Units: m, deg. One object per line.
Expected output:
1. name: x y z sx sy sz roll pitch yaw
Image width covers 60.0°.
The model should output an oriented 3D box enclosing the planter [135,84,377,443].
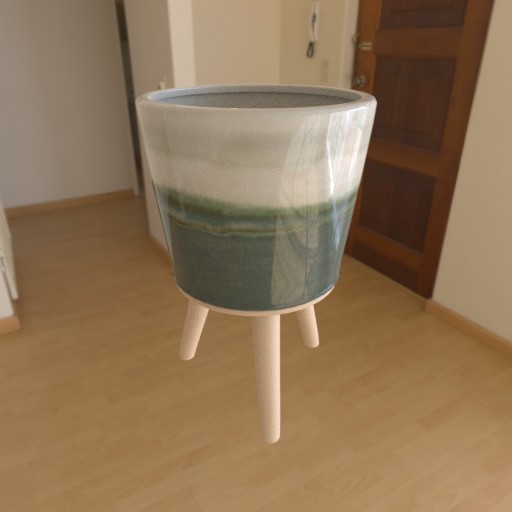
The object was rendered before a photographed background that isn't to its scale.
1. planter: 0.000 0.000 0.479 0.217 0.331 0.217 16 30 30
